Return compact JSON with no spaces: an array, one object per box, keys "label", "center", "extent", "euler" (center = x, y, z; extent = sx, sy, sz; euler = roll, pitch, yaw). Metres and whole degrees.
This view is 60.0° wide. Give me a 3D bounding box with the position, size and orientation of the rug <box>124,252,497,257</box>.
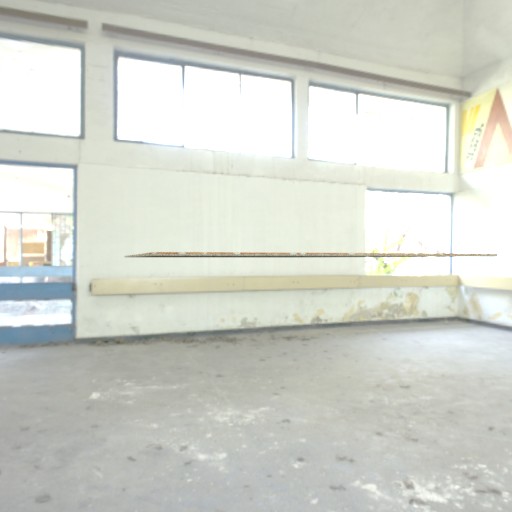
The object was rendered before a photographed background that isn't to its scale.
[{"label":"rug","center":[0.000,0.000,2.263],"extent":[1.219,0.011,1.829],"euler":[0,0,-19]}]
